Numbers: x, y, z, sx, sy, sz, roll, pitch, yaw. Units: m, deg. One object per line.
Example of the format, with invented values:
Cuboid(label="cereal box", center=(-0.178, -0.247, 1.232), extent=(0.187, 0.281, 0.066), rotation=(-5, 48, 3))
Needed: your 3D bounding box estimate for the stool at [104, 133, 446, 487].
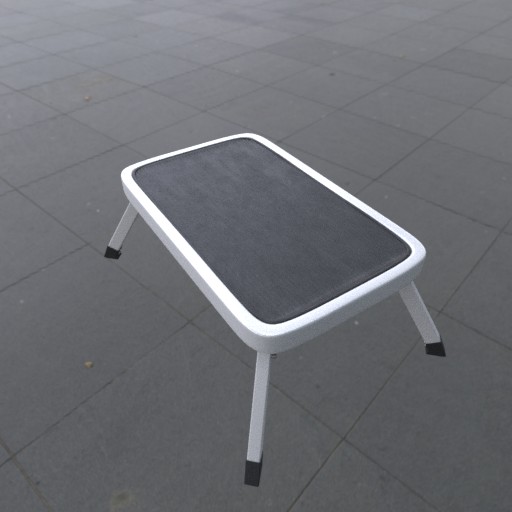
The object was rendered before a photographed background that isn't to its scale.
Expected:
Cuboid(label="stool", center=(0.000, 0.000, 0.617), extent=(0.320, 0.170, 0.460), rotation=(-23, 46, -25))
